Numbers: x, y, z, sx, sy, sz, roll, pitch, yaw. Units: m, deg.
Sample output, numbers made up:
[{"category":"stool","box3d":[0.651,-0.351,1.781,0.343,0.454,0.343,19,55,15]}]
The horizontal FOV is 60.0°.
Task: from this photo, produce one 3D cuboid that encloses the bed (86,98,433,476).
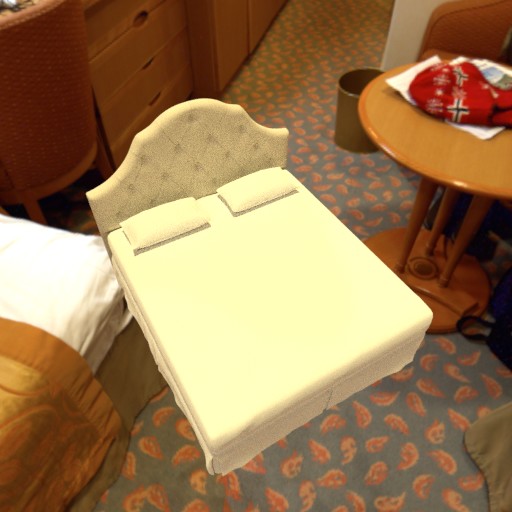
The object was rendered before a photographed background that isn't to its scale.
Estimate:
[{"category":"bed","box3d":[0.000,0.000,3.524,2.008,1.615,2.214,-23,52,-20]}]
